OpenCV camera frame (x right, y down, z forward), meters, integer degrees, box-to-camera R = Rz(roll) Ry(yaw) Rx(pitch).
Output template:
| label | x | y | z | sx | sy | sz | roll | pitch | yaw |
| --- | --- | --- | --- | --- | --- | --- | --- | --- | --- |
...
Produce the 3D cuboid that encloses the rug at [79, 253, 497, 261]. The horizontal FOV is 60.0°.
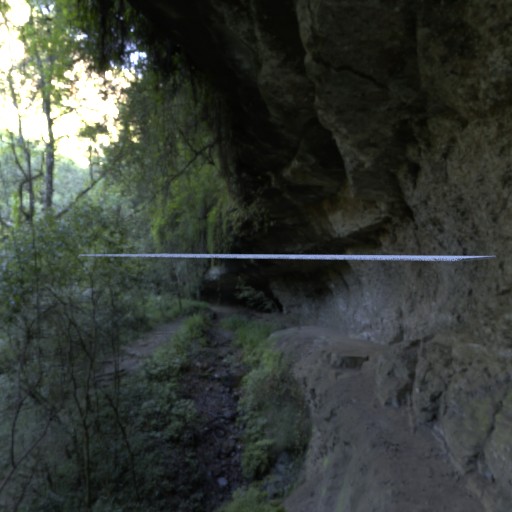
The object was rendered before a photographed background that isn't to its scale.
| label | x | y | z | sx | sy | sz | roll | pitch | yaw |
| --- | --- | --- | --- | --- | --- | --- | --- | --- | --- |
| rug | 0.000 | 0.000 | 2.626 | 2.436 | 0.013 | 0.807 | 1 | 1 | 36 |
